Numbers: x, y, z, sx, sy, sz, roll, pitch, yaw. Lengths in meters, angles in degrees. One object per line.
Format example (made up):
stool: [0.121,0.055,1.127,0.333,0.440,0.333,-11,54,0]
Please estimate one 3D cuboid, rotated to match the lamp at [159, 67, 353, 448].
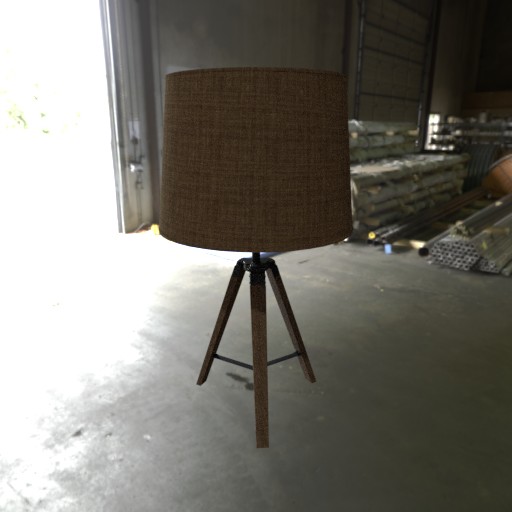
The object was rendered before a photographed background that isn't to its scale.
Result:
lamp: [0.000,0.000,0.687,0.290,0.514,0.290,0,17,0]
